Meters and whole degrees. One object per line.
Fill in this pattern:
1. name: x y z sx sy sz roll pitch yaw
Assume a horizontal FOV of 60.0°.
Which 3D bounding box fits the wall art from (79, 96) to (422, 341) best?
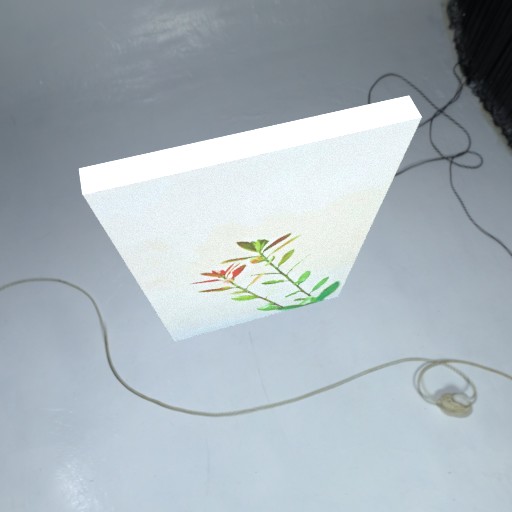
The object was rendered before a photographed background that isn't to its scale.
1. wall art: 0.000 0.000 0.795 0.408 0.611 0.038 -14 65 -7
